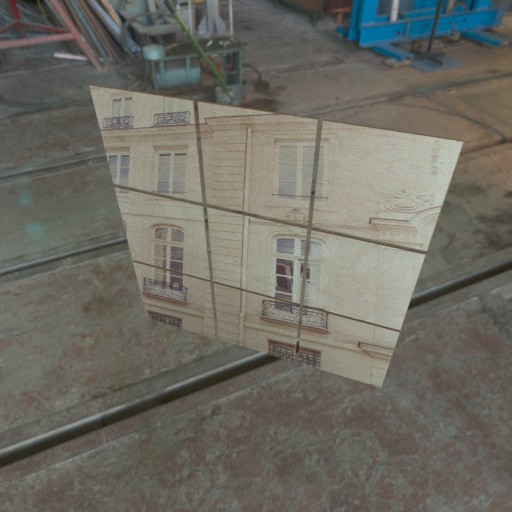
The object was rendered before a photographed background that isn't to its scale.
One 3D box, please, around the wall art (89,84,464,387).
[{"bbox_3d":[0.000,0.000,2.227,1.526,1.522,0.023,14,43,15],"label":"wall art"}]
